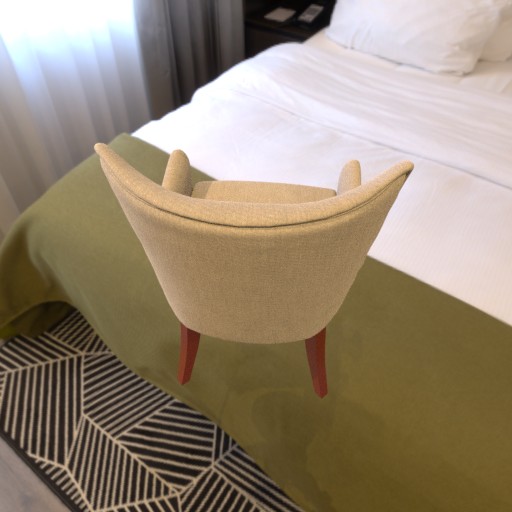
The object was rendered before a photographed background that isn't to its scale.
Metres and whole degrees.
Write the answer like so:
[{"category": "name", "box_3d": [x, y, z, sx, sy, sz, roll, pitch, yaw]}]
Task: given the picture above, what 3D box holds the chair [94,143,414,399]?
[{"category": "chair", "box_3d": [0.000, 0.000, 1.422, 0.732, 0.948, 0.677, 4, 47, 4]}]
